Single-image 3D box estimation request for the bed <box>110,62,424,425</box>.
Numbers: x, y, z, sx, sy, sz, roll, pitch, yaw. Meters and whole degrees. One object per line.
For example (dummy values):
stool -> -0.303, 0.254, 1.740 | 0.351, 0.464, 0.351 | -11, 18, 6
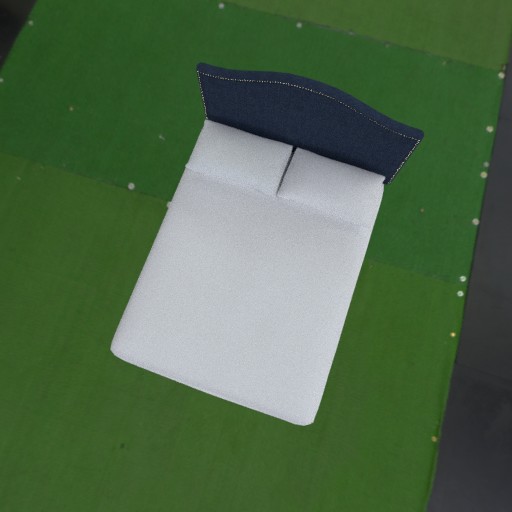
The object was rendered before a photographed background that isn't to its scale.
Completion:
bed -> 0.000, 0.000, 3.355 | 1.725, 1.518, 2.153 | 19, 77, 5
